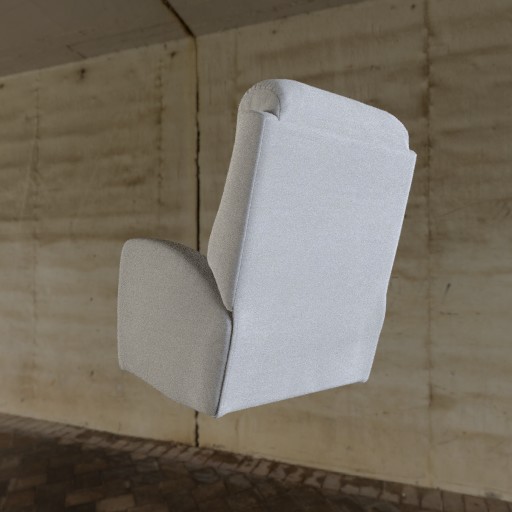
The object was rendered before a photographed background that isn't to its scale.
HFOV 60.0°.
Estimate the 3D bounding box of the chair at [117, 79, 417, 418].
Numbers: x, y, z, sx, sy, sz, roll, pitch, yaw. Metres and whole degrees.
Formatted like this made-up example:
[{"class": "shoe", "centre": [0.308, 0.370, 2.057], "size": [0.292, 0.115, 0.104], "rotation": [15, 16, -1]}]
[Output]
[{"class": "chair", "centre": [0.000, 0.000, 1.735], "size": [0.798, 1.013, 1.043], "rotation": [1, -1, -36]}]
